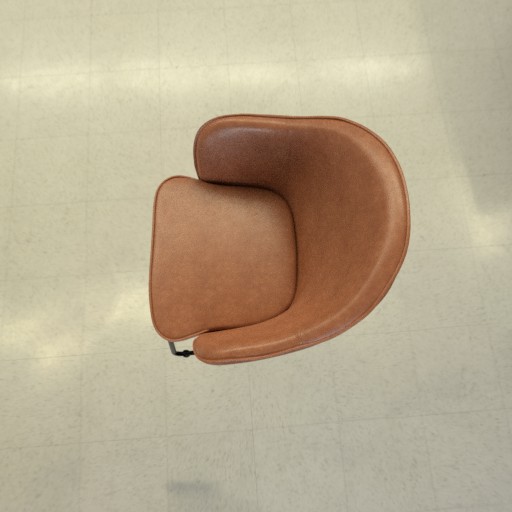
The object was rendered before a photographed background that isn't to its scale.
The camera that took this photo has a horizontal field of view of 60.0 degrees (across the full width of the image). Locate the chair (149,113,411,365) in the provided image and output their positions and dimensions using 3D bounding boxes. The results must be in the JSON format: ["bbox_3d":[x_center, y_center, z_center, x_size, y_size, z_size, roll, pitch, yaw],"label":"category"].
[{"bbox_3d":[0.000,0.000,1.213,0.580,0.785,0.582,-2,75,0],"label":"chair"}]
